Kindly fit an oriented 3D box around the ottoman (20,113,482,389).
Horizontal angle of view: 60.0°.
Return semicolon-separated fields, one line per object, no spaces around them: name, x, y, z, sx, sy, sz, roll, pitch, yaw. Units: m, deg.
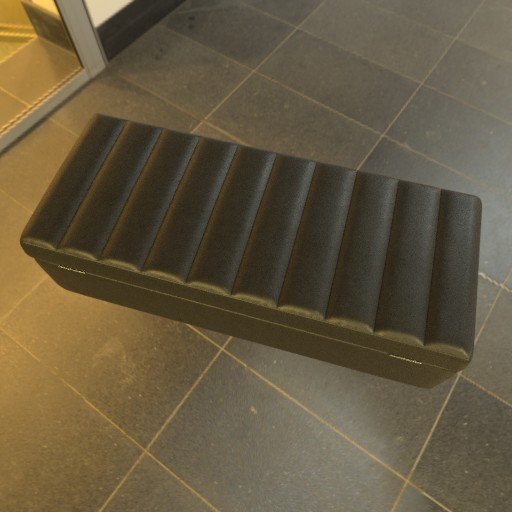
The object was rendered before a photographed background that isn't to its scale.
ottoman;0.000;0.000;1.342;1.151;0.469;0.482;14;64;7
